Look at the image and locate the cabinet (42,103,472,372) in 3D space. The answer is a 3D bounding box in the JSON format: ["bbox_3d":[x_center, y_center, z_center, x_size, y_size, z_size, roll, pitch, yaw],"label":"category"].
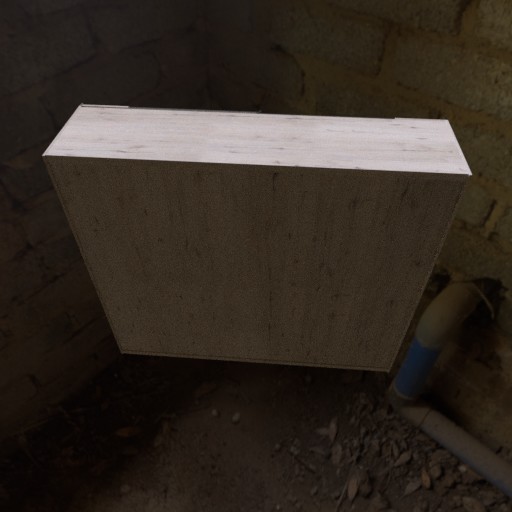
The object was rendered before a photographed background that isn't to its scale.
[{"bbox_3d":[0.000,0.000,3.576,2.500,2.180,0.660,3,46,3],"label":"cabinet"}]
